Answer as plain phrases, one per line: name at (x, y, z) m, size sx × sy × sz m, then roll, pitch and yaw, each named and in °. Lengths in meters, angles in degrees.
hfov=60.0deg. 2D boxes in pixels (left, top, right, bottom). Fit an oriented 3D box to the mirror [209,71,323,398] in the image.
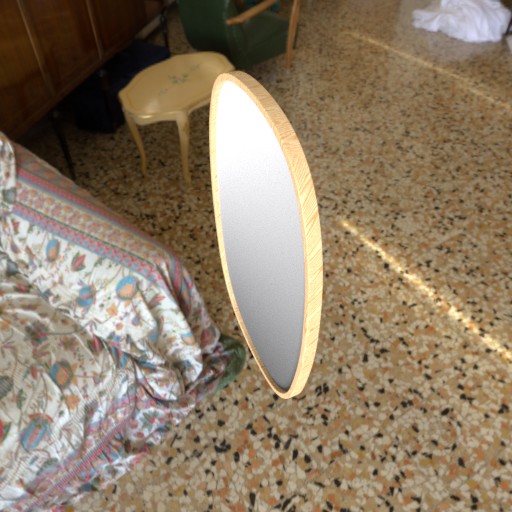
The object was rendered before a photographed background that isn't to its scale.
mirror at (0.000, 0.000, 1.377) m, size 0.037 × 1.075 × 0.724 m, roll -17°, pitch 48°, yaw -16°
